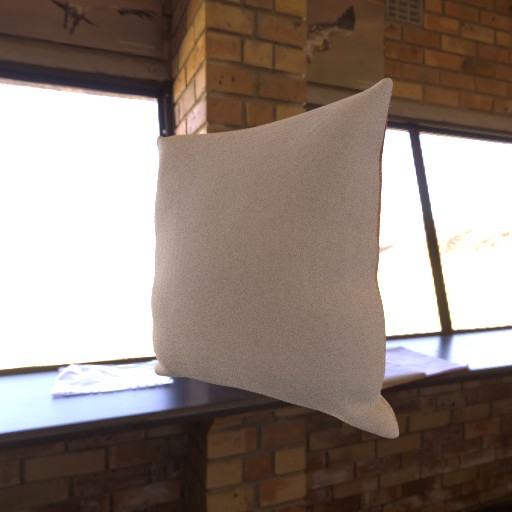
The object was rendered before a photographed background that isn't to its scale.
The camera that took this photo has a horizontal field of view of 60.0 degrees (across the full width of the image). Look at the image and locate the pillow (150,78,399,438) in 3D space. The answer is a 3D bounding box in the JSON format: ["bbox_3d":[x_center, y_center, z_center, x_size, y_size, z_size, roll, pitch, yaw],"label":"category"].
[{"bbox_3d":[0.000,0.000,0.670,0.440,0.441,0.182,0,1,37],"label":"pillow"}]
